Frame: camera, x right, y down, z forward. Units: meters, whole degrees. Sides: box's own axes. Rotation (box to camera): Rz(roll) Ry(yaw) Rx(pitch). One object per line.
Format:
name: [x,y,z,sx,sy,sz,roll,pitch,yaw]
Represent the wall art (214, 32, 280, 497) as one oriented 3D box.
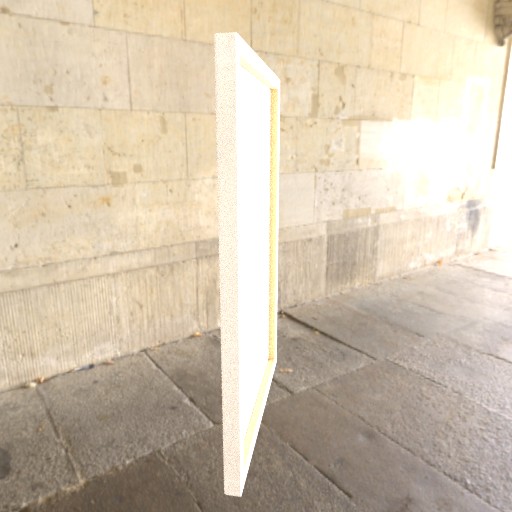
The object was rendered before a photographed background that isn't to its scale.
wall art: [0.000,0.000,1.130,0.038,0.912,0.607,2,15,9]
